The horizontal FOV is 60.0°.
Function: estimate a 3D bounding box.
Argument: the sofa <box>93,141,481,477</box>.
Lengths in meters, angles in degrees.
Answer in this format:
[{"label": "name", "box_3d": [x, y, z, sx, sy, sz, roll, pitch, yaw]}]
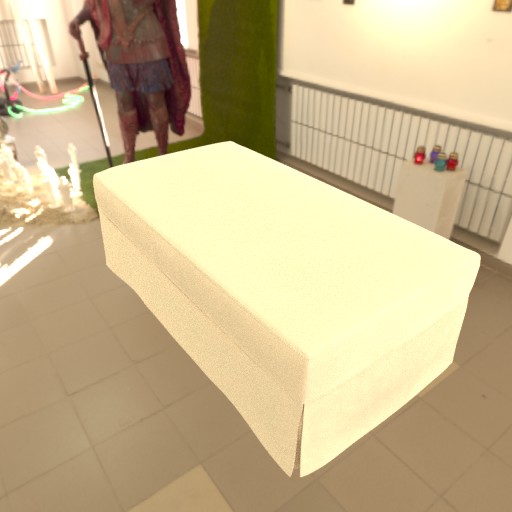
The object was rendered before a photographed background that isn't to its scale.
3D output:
[{"label": "sofa", "box_3d": [0.000, 0.000, 2.065, 0.939, 0.552, 1.677, -22, 39, -31]}]
